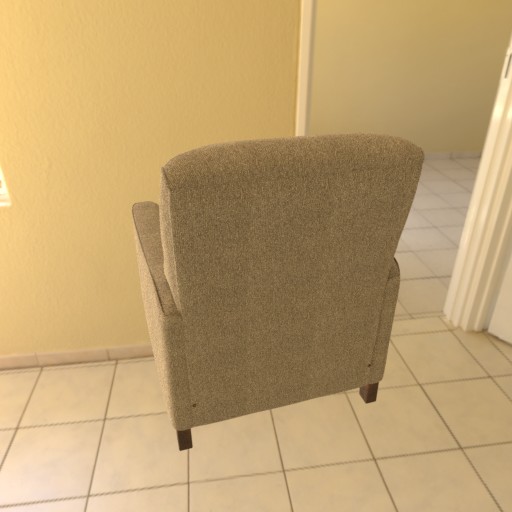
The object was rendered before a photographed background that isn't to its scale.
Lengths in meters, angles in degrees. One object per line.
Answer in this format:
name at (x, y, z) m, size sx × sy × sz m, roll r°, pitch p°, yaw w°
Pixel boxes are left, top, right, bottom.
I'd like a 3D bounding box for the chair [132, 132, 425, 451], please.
chair at (0.000, 0.000, 1.630) m, size 0.841 × 1.028 × 0.858 m, roll -9°, pitch 30°, yaw -15°
